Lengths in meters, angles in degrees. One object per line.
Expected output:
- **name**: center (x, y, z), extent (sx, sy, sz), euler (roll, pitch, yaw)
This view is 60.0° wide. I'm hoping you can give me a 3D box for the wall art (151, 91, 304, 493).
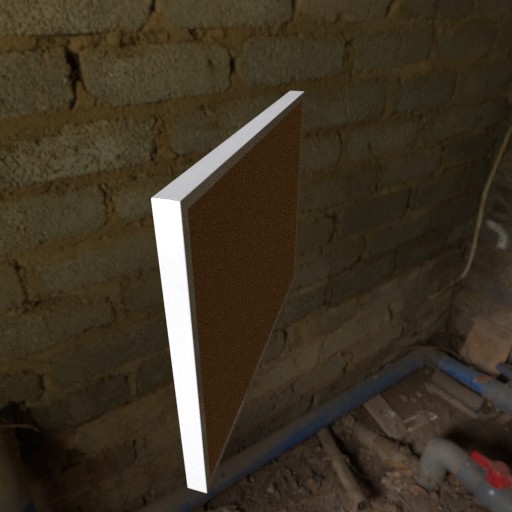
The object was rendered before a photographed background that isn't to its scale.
- **wall art**: center (0.000, 0.000, 1.352), extent (0.053, 0.787, 1.041), euler (8, 31, 14)
